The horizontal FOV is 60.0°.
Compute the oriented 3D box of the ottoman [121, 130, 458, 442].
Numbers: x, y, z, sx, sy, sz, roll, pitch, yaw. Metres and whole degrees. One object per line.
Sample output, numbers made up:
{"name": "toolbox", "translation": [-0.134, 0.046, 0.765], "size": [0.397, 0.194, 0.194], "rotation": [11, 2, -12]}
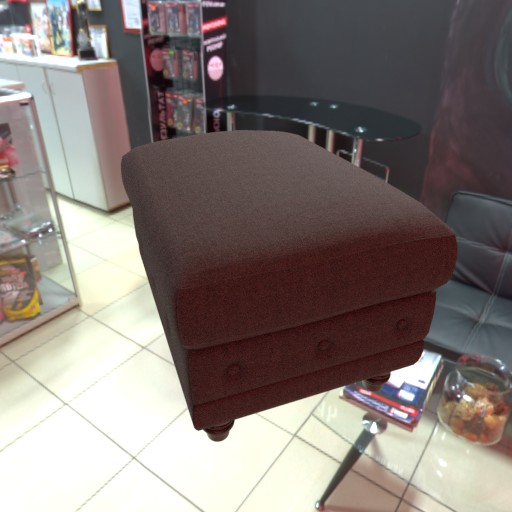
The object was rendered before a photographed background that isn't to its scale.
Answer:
{"name": "ottoman", "translation": [0.000, 0.000, 1.205], "size": [0.599, 0.555, 0.809], "rotation": [-11, 32, -18]}
